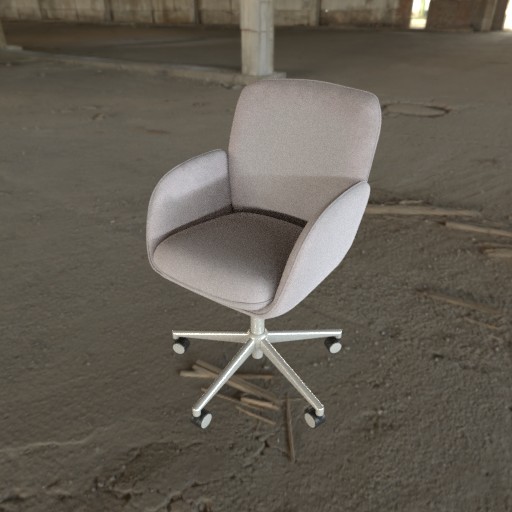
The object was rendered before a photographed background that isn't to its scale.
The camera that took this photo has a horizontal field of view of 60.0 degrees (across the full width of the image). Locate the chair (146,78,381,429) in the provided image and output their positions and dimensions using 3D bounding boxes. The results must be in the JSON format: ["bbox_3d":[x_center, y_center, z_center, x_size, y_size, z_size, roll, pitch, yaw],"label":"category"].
[{"bbox_3d":[0.000,0.000,1.387,0.648,0.959,0.654,20,35,30],"label":"chair"}]
